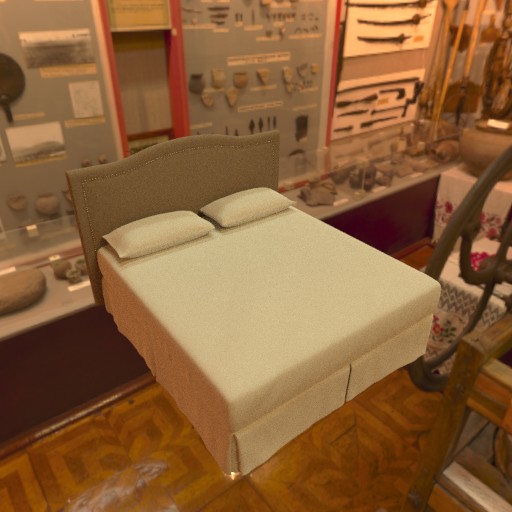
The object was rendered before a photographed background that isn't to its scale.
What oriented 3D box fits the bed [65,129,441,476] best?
[{"bbox_3d":[0.000,0.000,3.507,2.083,1.421,2.182,-20,36,-31],"label":"bed"}]
